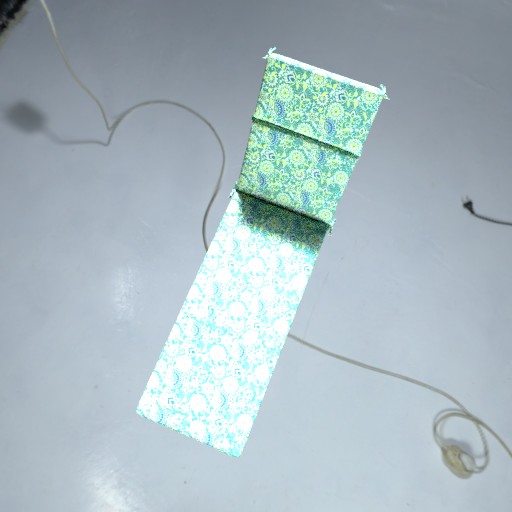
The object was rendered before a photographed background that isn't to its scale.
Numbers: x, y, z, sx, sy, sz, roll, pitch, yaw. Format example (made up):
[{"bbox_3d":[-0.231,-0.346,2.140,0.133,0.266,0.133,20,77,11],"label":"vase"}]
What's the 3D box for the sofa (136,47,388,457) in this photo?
[{"bbox_3d":[0.000,0.000,1.956,0.582,0.622,1.663,21,75,6],"label":"sofa"}]
